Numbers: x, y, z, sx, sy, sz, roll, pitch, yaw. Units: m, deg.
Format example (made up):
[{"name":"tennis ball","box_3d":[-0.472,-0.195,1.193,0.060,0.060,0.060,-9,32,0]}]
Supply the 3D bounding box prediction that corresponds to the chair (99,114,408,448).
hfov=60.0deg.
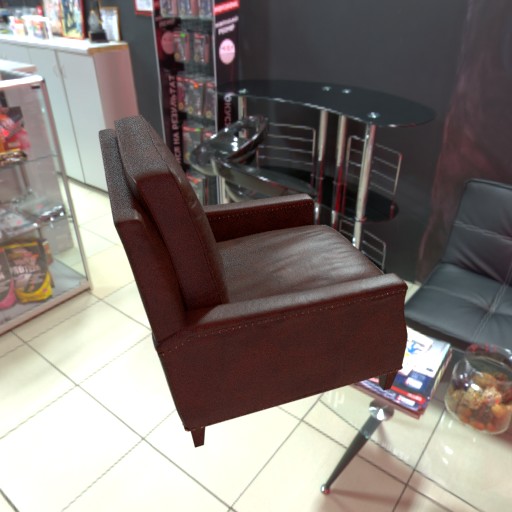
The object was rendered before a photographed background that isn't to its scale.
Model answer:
[{"name":"chair","box_3d":[0.000,0.000,1.798,1.035,1.054,0.854,-10,33,-16]}]
